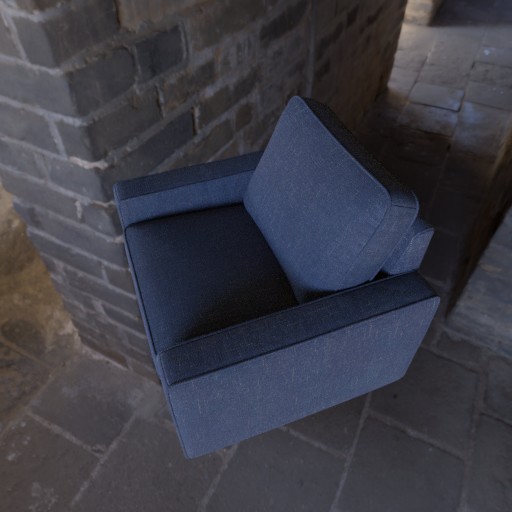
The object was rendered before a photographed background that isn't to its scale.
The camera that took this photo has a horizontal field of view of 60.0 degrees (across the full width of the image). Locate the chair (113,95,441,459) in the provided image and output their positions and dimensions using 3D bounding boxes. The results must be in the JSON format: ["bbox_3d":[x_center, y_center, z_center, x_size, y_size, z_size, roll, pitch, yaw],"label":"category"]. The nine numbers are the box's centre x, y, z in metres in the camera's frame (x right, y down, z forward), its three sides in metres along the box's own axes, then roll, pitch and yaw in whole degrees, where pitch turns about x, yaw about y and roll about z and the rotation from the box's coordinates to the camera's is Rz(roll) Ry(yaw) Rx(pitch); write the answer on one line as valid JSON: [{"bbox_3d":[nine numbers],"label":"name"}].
[{"bbox_3d":[0.000,0.000,1.719,0.940,0.919,1.017,-16,49,-14],"label":"chair"}]
